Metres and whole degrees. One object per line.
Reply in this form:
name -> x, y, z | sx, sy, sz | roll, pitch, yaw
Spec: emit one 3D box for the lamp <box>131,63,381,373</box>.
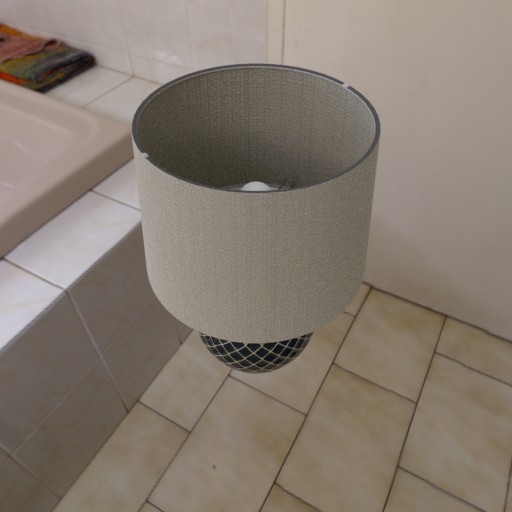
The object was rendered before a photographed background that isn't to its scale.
lamp -> 0.000, 0.000, 0.783 | 0.376, 0.540, 0.376 | 0, 47, 0
